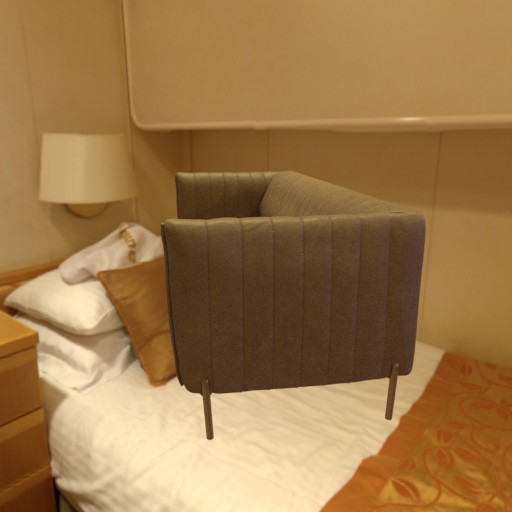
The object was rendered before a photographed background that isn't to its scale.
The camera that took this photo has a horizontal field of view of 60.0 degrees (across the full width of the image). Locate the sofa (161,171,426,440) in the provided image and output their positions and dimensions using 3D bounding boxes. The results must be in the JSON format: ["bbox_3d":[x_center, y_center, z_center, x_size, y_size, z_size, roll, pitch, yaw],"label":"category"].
[{"bbox_3d":[0.000,0.000,2.398,0.876,0.779,1.980,-2,15,-8],"label":"sofa"}]
